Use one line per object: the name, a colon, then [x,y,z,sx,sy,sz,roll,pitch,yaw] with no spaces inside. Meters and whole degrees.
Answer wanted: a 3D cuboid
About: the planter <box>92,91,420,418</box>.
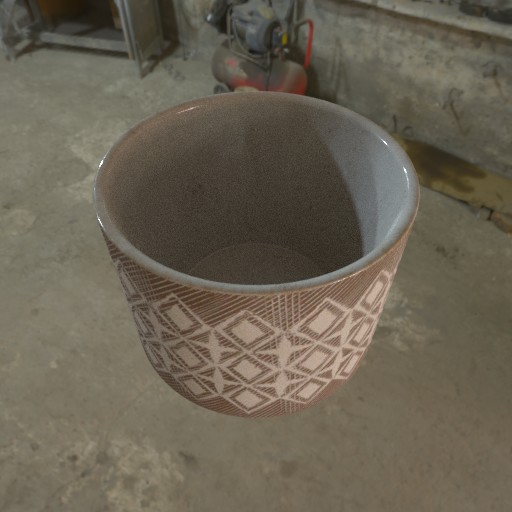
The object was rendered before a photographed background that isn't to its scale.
planter: [0.000,0.000,0.214,0.126,0.104,0.126,0,47,0]
